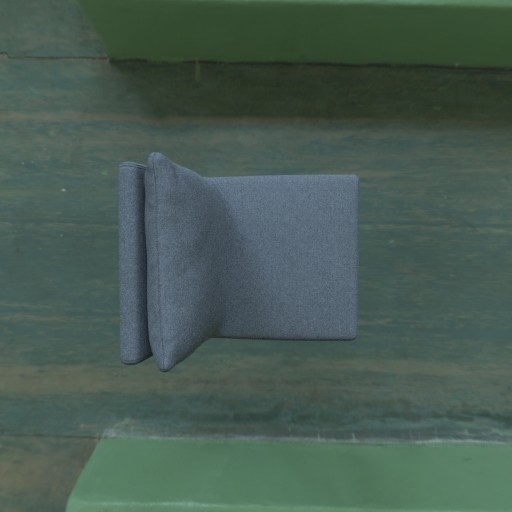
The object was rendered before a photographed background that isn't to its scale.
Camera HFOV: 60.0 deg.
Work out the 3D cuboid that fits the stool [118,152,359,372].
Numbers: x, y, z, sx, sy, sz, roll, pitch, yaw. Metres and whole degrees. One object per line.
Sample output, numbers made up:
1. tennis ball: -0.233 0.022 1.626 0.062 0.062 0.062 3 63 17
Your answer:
1. stool: 0.000 0.000 1.417 0.569 1.130 0.463 0 92 0
